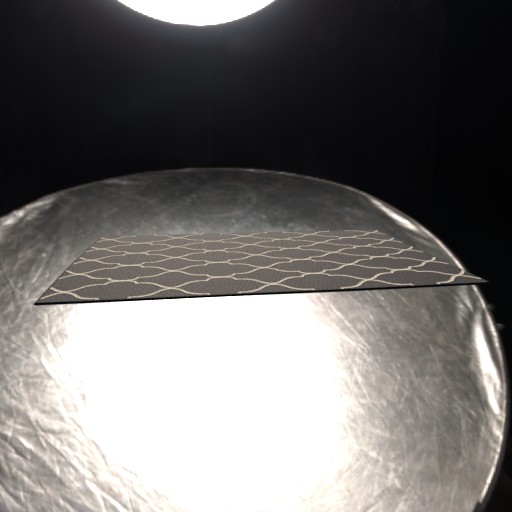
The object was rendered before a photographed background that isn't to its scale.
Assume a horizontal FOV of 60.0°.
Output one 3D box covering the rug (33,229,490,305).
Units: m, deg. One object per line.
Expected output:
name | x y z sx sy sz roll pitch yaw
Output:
rug | 0.000 0.000 2.909 2.294 0.014 1.528 -2 14 -8
